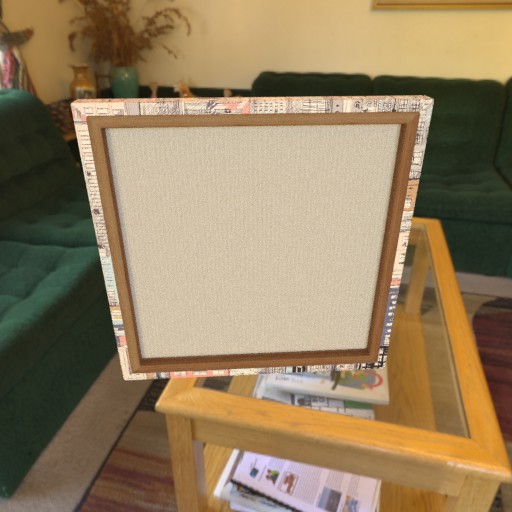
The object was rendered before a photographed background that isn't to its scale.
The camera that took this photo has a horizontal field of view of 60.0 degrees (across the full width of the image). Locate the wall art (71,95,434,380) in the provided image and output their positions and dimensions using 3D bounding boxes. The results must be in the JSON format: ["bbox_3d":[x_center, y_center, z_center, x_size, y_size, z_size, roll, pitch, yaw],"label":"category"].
[{"bbox_3d":[0.000,0.000,0.897,0.607,0.608,0.038,-2,29,-3],"label":"wall art"}]
